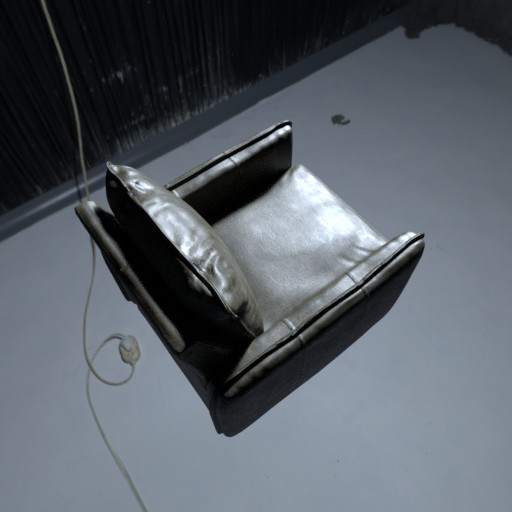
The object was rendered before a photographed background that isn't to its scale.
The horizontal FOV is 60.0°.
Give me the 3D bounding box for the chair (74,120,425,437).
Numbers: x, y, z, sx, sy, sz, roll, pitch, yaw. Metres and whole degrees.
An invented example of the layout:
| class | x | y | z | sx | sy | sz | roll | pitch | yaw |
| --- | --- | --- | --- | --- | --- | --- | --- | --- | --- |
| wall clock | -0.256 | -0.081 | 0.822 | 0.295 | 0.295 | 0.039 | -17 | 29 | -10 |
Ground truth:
| class | x | y | z | sx | sy | sz | roll | pitch | yaw |
| --- | --- | --- | --- | --- | --- | --- | --- | --- | --- |
| chair | 0.000 | 0.000 | 1.617 | 0.921 | 0.921 | 0.830 | -33 | 63 | -19 |
